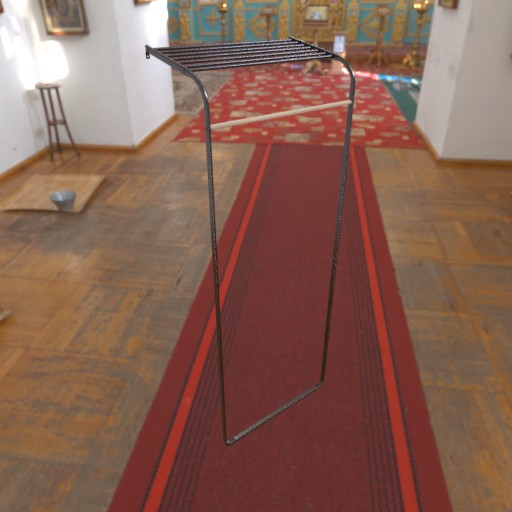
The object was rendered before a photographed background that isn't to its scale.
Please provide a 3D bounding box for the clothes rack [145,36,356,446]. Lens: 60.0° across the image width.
[{"bbox_3d":[0.000,0.000,1.816,0.609,1.574,0.349,-21,36,-32],"label":"clothes rack"}]
